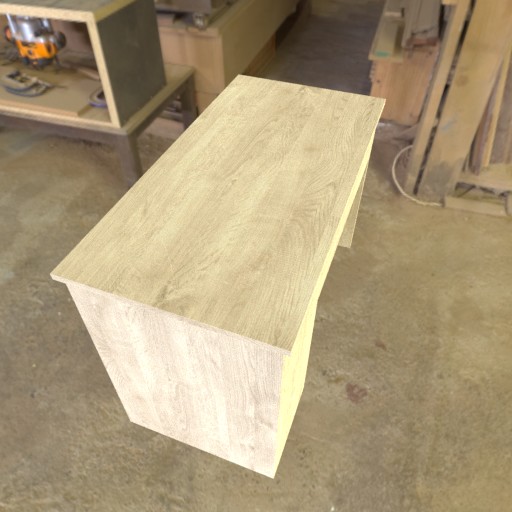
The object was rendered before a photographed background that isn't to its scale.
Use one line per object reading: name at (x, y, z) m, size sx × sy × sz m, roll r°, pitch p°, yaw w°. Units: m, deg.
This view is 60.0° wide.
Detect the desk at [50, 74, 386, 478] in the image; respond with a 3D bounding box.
desk at (0.000, 0.000, 1.532) m, size 0.560 × 0.735 × 1.097 m, roll 15°, pitch 48°, yaw 14°
